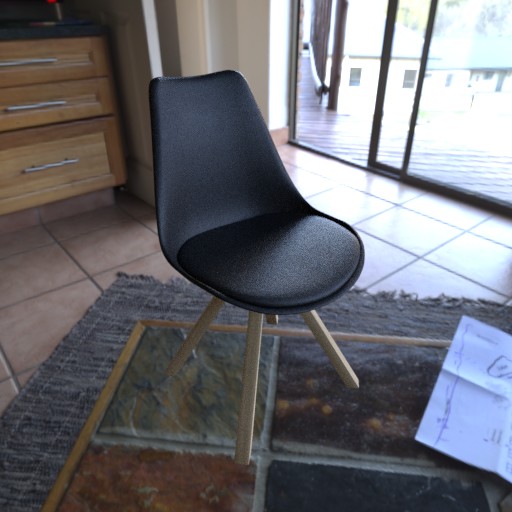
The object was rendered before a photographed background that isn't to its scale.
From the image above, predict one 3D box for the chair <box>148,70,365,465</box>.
[{"bbox_3d":[0.000,0.000,1.173,0.485,0.850,0.549,-21,36,-32],"label":"chair"}]
